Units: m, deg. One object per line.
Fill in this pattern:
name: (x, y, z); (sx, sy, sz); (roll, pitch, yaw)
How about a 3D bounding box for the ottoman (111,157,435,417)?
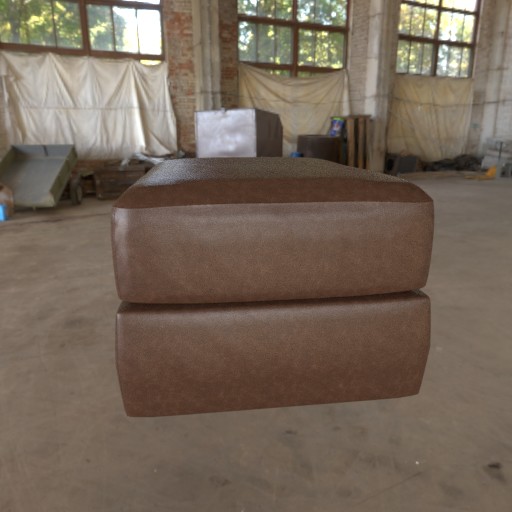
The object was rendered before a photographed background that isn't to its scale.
ottoman: (0.000, 0.000, 1.145); (0.603, 0.476, 0.751); (-2, 16, -7)
